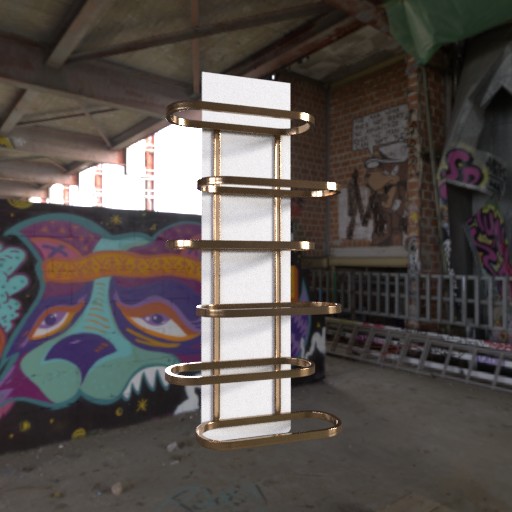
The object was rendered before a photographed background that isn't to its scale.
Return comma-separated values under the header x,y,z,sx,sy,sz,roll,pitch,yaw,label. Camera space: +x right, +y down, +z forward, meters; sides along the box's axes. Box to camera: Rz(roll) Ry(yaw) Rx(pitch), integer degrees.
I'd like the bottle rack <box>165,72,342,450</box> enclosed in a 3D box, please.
x,y,z,sx,sy,sz,roll,pitch,yaw,label
0.000,0.000,0.822,0.332,0.709,0.118,0,-1,-18,bottle rack
